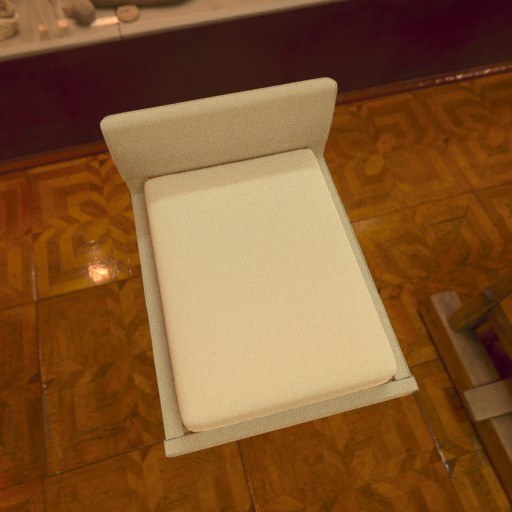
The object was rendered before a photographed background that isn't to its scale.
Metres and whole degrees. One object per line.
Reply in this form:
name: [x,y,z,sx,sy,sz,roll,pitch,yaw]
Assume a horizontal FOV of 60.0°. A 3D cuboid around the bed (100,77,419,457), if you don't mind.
bed: [0.000,0.000,3.345,1.840,1.067,2.368,-12,63,-6]
